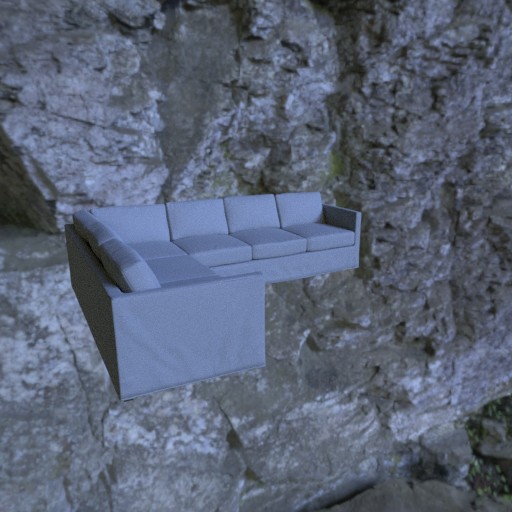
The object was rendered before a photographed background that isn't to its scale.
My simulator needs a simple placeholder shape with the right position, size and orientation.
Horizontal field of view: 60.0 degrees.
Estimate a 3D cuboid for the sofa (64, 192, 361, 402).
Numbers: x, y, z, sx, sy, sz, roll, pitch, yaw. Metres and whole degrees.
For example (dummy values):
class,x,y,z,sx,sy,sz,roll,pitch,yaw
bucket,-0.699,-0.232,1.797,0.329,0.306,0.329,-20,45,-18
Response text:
class,x,y,z,sx,sy,sz,roll,pitch,yaw
sofa,0.000,0.000,4.311,3.182,0.871,2.432,-8,18,-27
